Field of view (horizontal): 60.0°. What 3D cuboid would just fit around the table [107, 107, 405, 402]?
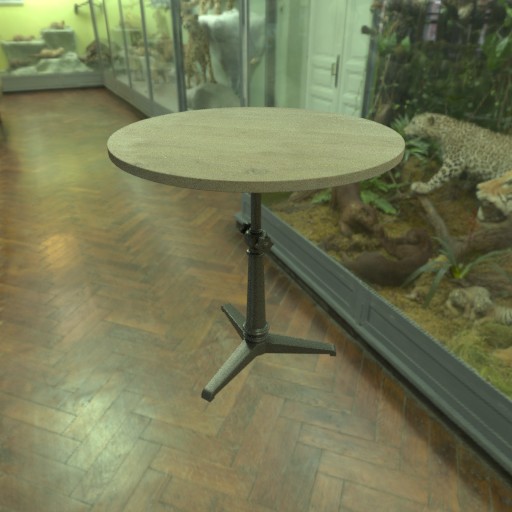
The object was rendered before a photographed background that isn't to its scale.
[{"bbox_3d":[0.000,0.000,1.426,0.800,0.780,0.800,0,29,0],"label":"table"}]
